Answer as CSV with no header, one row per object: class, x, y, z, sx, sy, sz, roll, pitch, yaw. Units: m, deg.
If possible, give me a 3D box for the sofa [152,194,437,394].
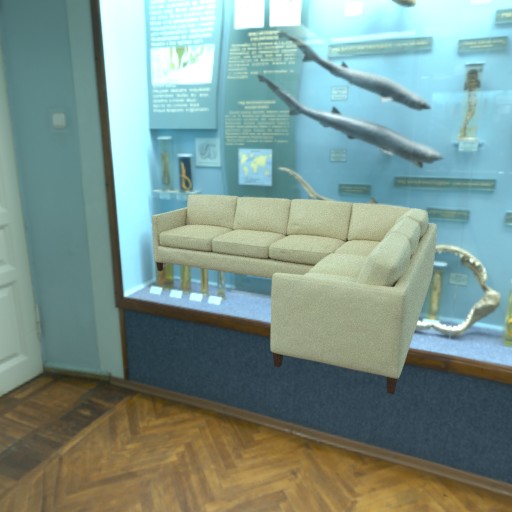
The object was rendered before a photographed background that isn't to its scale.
sofa,0.000,0.000,4.586,3.302,0.947,2.593,7,17,25
